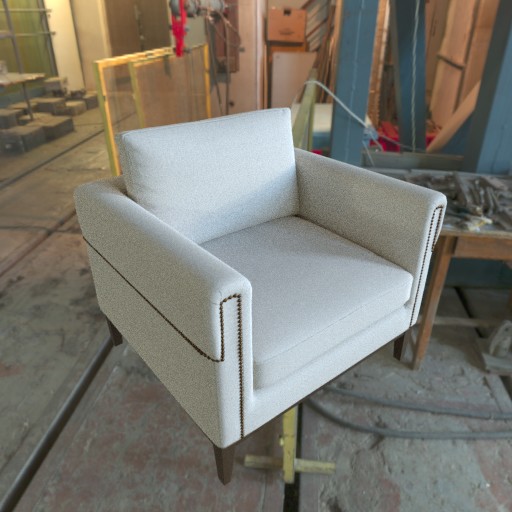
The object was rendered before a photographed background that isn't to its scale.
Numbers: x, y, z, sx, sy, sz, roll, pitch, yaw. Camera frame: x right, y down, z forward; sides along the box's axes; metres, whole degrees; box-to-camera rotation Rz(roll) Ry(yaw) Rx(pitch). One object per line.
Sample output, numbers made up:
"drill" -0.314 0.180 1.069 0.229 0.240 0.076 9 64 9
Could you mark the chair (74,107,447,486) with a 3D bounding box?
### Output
"chair" 0.000 0.000 1.628 0.982 0.915 0.896 -21 35 -33
